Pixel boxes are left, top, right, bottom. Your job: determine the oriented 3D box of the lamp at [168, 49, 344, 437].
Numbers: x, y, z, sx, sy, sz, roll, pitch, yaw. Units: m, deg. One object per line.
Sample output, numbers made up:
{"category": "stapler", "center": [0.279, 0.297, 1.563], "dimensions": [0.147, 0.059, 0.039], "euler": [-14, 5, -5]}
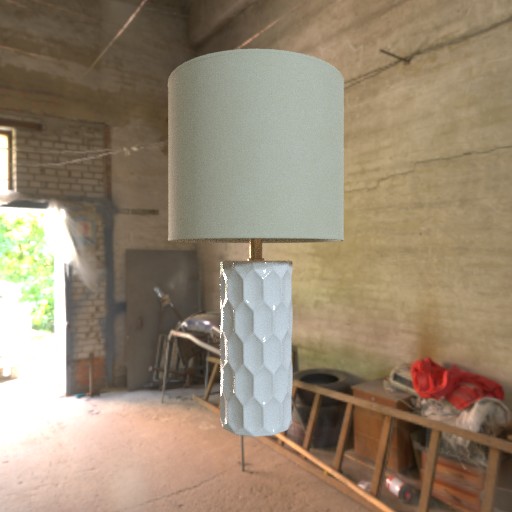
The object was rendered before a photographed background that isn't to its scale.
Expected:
{"category": "lamp", "center": [0.000, 0.000, 0.711], "dimensions": [0.277, 0.537, 0.277], "euler": [0, 0, 18]}
